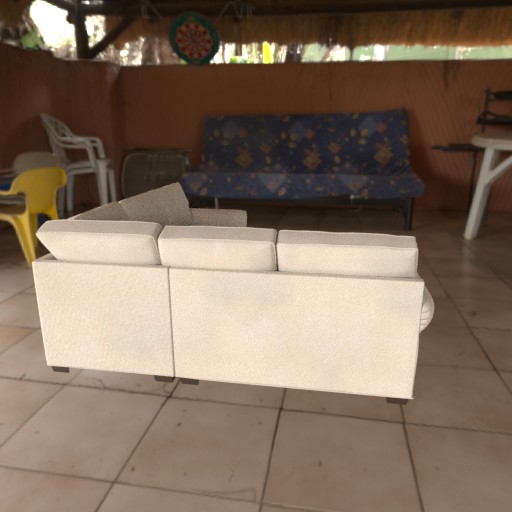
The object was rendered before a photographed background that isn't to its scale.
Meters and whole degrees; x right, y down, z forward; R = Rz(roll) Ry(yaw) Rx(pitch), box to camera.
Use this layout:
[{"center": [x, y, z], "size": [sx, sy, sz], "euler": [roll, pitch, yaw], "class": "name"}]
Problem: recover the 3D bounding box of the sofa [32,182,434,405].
[{"center": [0.000, 0.000, 3.906], "size": [2.487, 1.054, 2.569], "euler": [3, 17, 9], "class": "sofa"}]
